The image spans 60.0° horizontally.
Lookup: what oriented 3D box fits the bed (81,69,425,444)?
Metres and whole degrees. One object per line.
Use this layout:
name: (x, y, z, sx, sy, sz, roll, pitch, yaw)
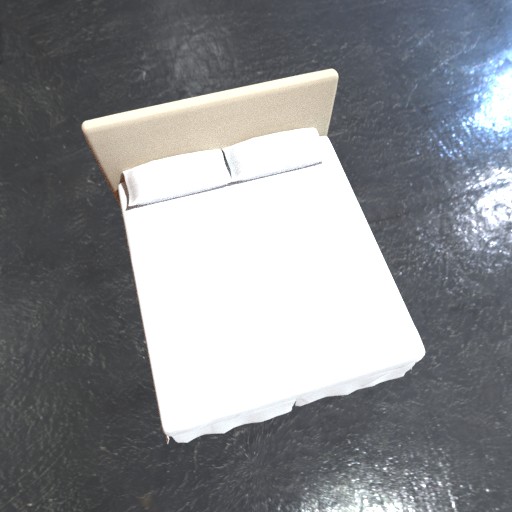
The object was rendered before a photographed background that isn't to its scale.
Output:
bed: (0.000, 0.000, 3.542, 2.119, 1.317, 2.319, -15, 65, -7)
